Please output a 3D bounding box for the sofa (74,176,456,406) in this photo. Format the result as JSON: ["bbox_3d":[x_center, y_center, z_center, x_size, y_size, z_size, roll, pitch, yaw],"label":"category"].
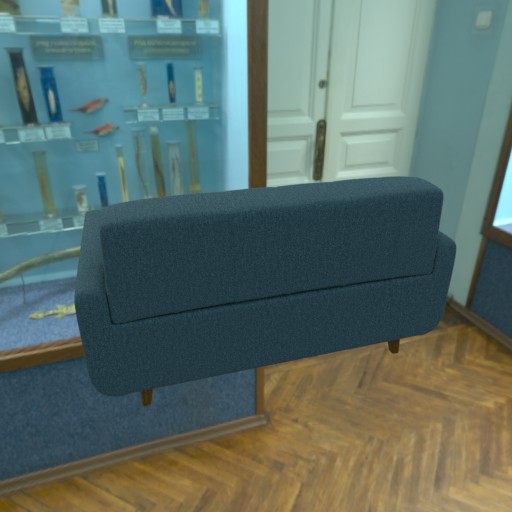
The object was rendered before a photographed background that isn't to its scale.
[{"bbox_3d":[0.000,0.000,2.257,1.651,0.896,0.942,-8,27,-15],"label":"sofa"}]
